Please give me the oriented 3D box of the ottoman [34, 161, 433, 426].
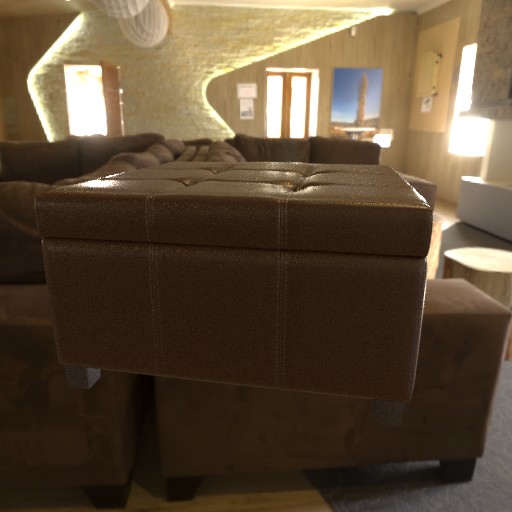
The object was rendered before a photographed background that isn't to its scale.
[{"bbox_3d":[0.000,0.000,1.249,0.787,0.460,0.788,3,17,10],"label":"ottoman"}]
